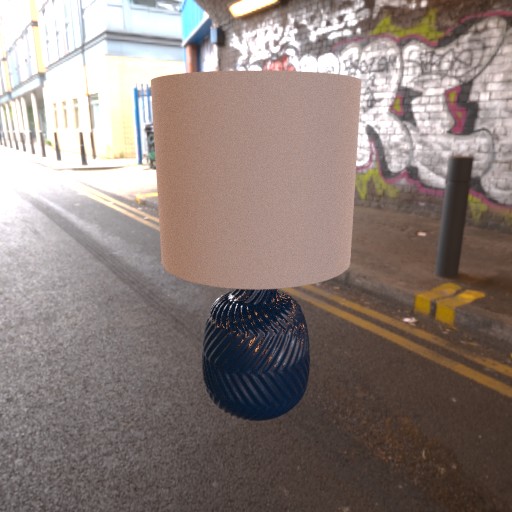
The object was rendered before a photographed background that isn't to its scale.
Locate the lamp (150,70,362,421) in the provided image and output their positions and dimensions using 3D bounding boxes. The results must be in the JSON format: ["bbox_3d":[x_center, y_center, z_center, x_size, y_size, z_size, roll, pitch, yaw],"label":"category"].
[{"bbox_3d":[0.000,0.000,0.487,0.203,0.368,0.203,2,16,6],"label":"lamp"}]
